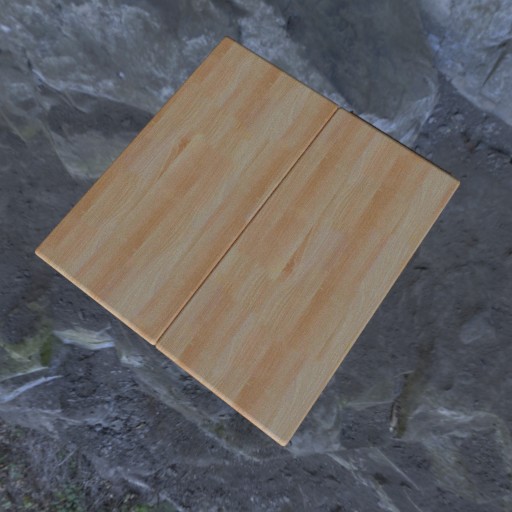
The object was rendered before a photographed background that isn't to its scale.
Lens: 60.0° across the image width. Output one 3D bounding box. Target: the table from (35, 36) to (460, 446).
[{"bbox_3d":[0.000,0.000,1.420,0.693,0.832,0.752,35,78,9],"label":"table"}]
